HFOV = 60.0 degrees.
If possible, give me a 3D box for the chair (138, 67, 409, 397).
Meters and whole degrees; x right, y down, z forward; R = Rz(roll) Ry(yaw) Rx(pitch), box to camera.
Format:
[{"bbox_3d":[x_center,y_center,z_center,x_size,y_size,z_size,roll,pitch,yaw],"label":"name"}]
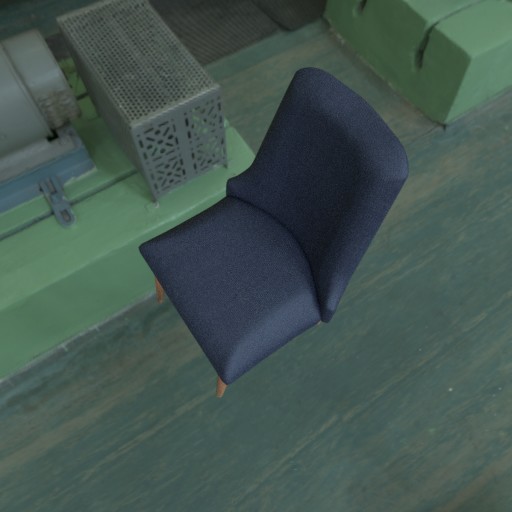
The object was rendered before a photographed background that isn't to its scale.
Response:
[{"bbox_3d":[0.000,0.000,1.219,0.567,0.820,0.504,-32,68,-14],"label":"chair"}]
